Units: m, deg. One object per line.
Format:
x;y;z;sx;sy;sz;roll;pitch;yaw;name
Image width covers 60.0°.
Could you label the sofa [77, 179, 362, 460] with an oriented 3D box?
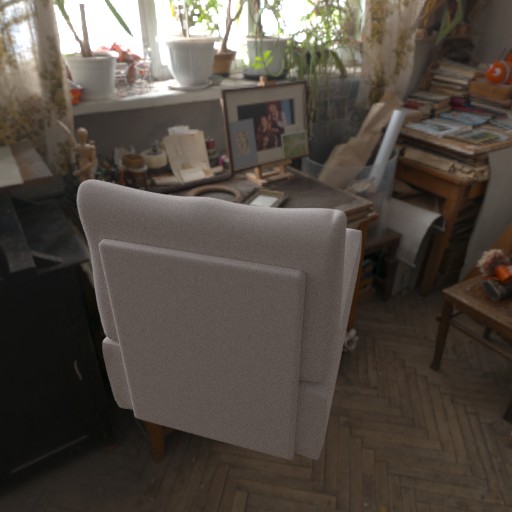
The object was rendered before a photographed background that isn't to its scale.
0.000;0.000;1.599;0.700;0.820;1.000;9;32;15;sofa
